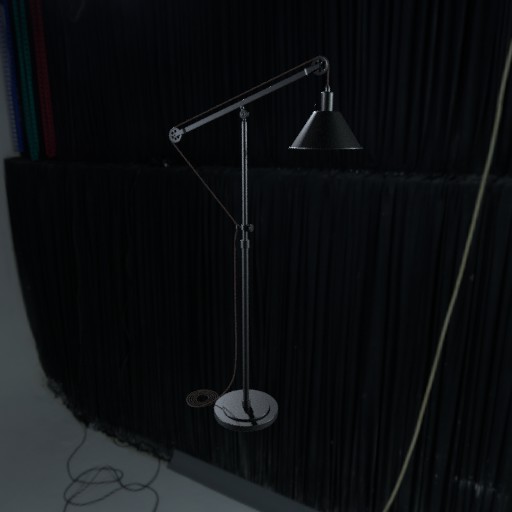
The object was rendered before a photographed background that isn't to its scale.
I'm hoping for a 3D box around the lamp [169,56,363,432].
[{"bbox_3d":[0.000,0.000,1.999,0.904,1.626,0.319,7,16,26],"label":"lamp"}]
